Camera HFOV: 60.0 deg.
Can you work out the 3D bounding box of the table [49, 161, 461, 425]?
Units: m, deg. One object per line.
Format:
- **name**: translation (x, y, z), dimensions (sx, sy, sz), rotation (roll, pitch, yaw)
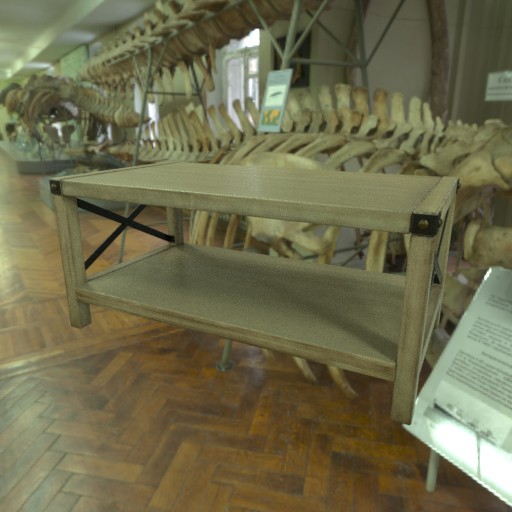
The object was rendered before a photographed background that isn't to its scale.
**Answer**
- **table**: translation (0.000, 0.000, 1.298), dimensions (1.016, 0.456, 0.559), rotation (9, 20, 26)
